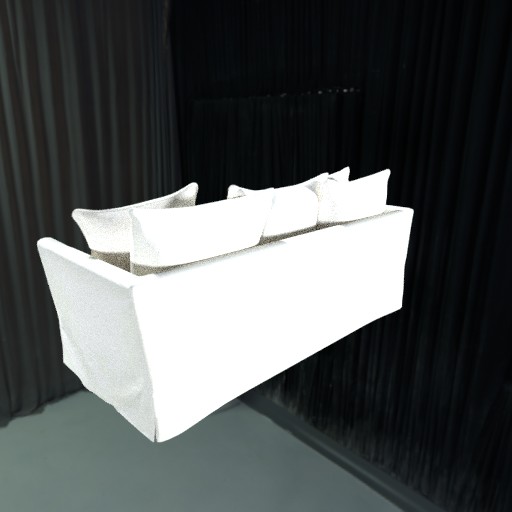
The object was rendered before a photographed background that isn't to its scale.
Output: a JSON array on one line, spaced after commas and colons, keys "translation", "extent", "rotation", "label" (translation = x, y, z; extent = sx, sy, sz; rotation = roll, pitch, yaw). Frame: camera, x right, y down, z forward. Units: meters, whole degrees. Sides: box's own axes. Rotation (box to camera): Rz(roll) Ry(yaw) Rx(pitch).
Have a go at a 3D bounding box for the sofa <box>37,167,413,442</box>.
[{"translation": [0.000, 0.000, 2.830], "extent": [2.290, 1.034, 1.031], "rotation": [-16, 23, -43], "label": "sofa"}]
